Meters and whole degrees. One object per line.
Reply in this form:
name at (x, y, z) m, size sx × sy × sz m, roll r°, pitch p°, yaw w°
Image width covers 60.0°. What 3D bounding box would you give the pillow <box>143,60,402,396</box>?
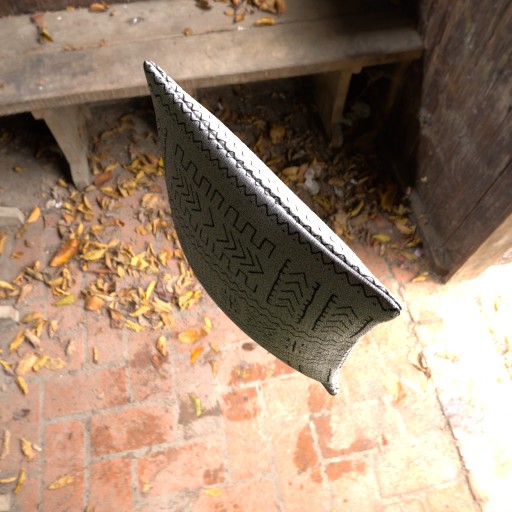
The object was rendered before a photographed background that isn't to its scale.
pillow at (0.000, 0.000, 0.668) m, size 0.164 × 0.430 × 0.438 m, roll -36°, pitch 69°, yaw -17°
